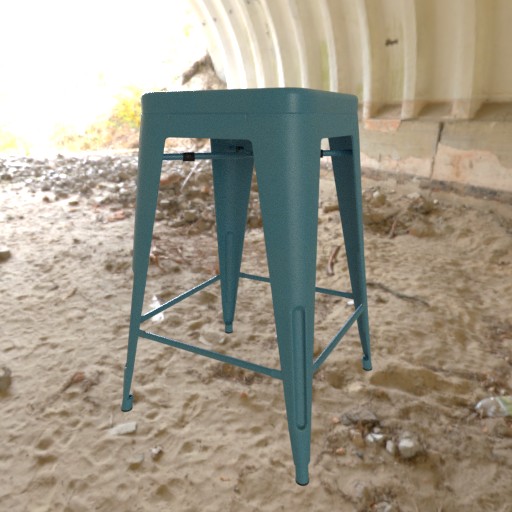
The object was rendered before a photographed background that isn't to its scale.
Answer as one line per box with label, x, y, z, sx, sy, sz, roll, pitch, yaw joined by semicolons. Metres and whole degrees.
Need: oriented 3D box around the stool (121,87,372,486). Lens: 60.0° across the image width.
stool;0.000;0.000;0.884;0.410;0.608;0.410;9;20;27
